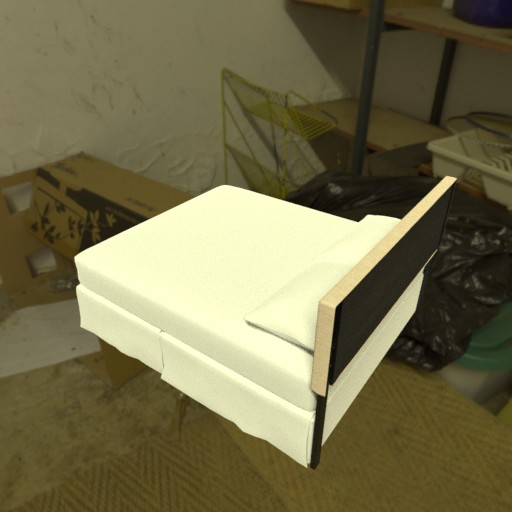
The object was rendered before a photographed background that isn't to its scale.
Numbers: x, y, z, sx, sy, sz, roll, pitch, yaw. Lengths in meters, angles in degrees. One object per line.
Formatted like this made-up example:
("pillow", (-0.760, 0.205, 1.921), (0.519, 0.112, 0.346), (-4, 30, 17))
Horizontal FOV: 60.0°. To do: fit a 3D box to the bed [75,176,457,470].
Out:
("bed", (0.000, 0.000, 2.879), (1.876, 1.016, 1.616), (21, 37, 31))
